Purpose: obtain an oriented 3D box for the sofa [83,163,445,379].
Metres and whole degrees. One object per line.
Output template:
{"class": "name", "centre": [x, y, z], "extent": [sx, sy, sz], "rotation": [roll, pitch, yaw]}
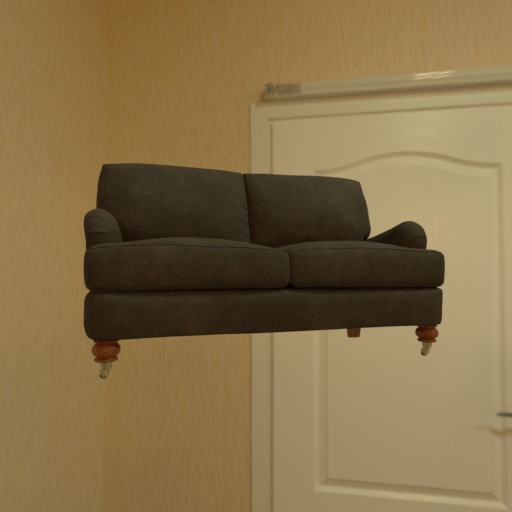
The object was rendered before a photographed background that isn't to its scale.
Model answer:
{"class": "sofa", "centre": [0.000, 0.000, 2.569], "extent": [1.853, 1.101, 1.084], "rotation": [1, -2, -18]}
